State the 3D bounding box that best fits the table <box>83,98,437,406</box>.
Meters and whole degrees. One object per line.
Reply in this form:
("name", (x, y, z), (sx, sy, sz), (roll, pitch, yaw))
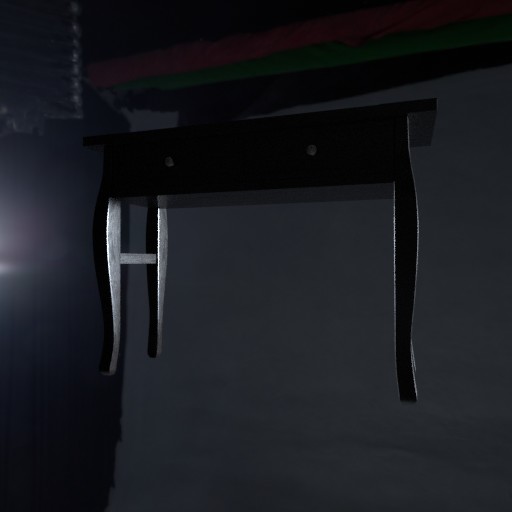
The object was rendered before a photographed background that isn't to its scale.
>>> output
("table", (0.000, 0.000, 1.423), (1.062, 0.768, 0.373), (0, -1, 19))
